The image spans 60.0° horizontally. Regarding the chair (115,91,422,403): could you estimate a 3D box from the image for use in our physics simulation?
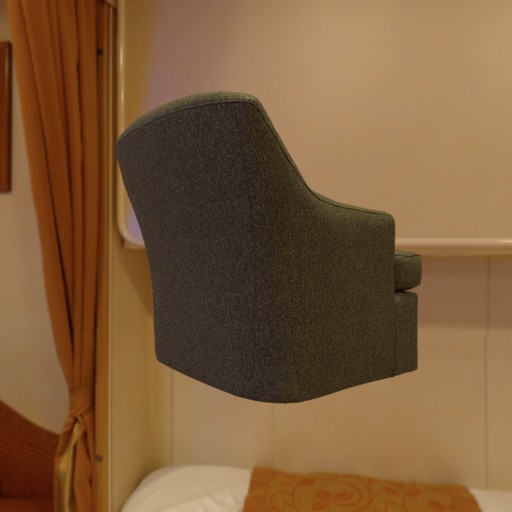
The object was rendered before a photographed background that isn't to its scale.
[{"bbox_3d":[0.000,0.000,1.601,0.923,0.856,0.864,0,-1,-36],"label":"chair"}]
